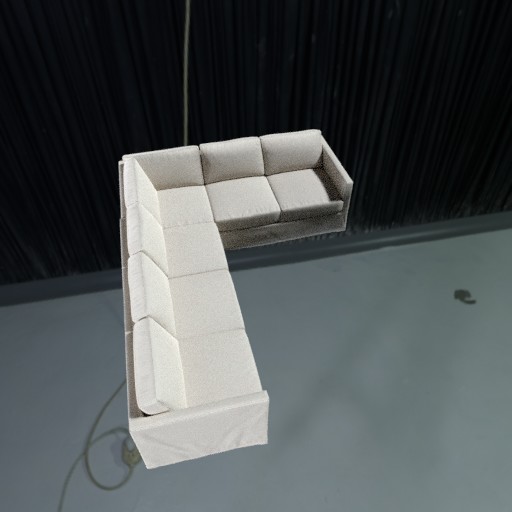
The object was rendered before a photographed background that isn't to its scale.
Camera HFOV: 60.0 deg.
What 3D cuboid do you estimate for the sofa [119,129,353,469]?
[{"bbox_3d":[0.000,0.000,4.262,2.432,0.871,3.182,-10,46,-10],"label":"sofa"}]
